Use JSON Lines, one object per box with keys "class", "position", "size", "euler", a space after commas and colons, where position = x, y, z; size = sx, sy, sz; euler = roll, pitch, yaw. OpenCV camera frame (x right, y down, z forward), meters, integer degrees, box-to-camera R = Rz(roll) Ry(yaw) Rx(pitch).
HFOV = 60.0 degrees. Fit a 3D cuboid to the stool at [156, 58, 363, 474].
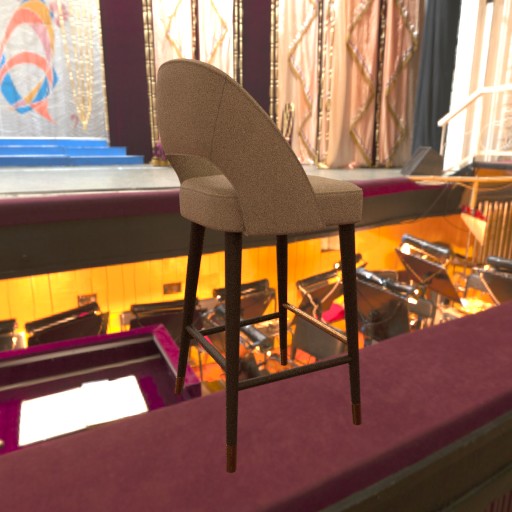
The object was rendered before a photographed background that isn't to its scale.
{"class": "stool", "position": [0.000, 0.000, 1.317], "size": [0.509, 1.037, 0.494], "euler": [-8, 16, -27]}
